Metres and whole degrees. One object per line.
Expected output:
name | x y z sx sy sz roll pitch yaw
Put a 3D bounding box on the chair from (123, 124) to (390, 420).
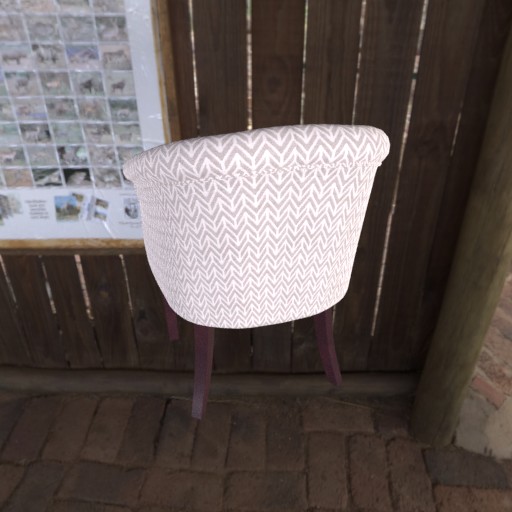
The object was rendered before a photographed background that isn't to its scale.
chair | 0.000 0.000 1.317 0.686 0.858 0.613 -8 29 -15
